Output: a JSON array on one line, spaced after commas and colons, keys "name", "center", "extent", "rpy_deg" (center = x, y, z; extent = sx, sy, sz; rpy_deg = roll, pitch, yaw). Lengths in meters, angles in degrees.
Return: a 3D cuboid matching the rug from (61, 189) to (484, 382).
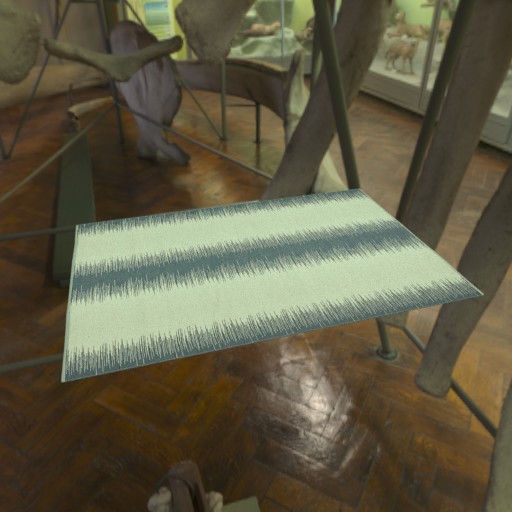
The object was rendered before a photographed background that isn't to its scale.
[{"name": "rug", "center": [0.000, 0.000, 2.331], "extent": [1.854, 0.006, 1.234], "rpy_deg": [-9, 34, -14]}]
